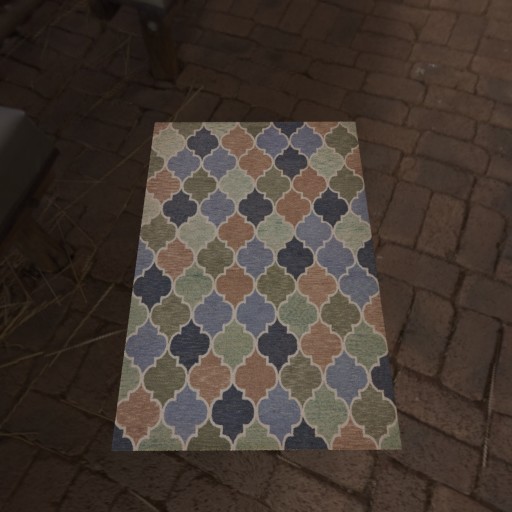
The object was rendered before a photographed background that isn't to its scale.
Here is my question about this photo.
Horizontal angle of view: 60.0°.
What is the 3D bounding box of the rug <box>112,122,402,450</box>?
[{"bbox_3d":[0.000,0.000,2.845,1.521,0.006,2.284,0,63,0],"label":"rug"}]
